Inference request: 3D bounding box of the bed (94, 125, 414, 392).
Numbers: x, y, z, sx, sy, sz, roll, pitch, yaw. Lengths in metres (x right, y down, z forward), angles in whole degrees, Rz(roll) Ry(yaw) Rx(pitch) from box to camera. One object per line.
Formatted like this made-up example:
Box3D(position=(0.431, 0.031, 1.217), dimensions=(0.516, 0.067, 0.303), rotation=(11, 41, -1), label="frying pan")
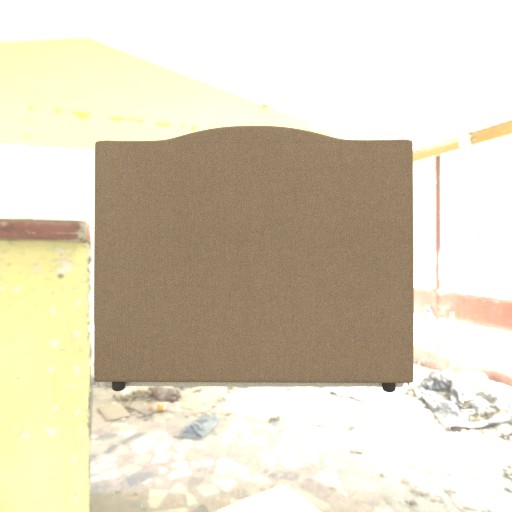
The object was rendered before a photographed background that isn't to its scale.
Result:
Box3D(position=(0.000, 0.000, 3.491), dimensions=(1.821, 1.436, 2.282), rotation=(0, 1, 1), label="bed")
